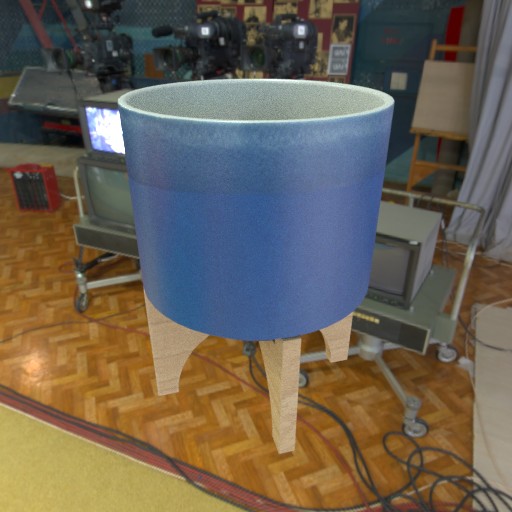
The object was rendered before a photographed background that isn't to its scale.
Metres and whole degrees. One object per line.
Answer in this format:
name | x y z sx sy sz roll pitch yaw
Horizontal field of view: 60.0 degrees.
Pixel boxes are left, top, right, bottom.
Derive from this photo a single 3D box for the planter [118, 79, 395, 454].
planter | 0.000 0.000 0.380 0.192 0.263 0.192 0 28 0
